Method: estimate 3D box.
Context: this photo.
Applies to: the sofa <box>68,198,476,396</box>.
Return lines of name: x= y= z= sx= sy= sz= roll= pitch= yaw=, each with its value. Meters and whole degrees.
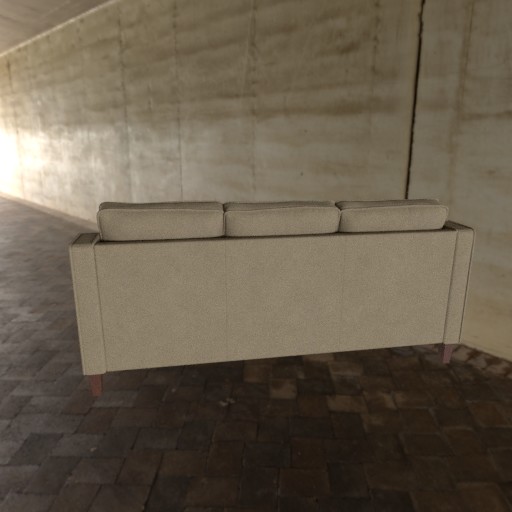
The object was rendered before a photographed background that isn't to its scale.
sofa: x=0.000 y=0.000 z=3.387 sx=2.317 sy=1.066 sz=1.858 roll=-3 pitch=15 yaw=-10
